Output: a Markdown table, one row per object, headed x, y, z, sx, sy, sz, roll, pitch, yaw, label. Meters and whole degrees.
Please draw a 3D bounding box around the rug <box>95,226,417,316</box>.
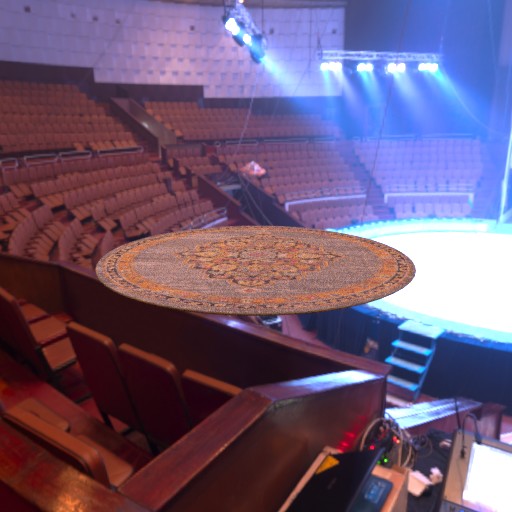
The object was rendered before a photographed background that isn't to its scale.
| x | y | z | sx | sy | sz | roll | pitch | yaw | label |
| --- | --- | --- | --- | --- | --- | --- | --- | --- | --- |
| 0.000 | 0.000 | 3.479 | 2.382 | 0.014 | 2.382 | 0 | 15 | 0 | rug |
